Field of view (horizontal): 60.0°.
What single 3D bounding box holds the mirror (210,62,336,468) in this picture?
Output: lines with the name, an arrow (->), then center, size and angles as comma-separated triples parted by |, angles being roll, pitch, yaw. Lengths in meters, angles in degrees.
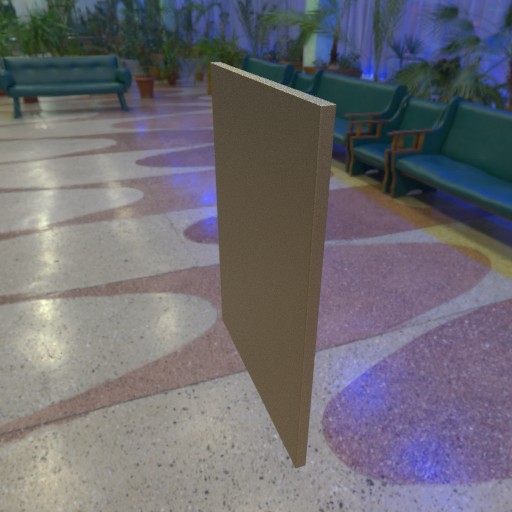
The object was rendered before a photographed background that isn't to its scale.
mirror -> 0.000, 0.000, 1.358 | 0.032, 1.023, 0.756 | -10, 31, -18
